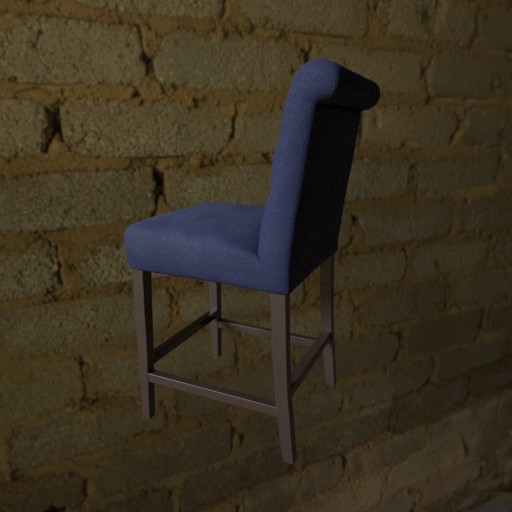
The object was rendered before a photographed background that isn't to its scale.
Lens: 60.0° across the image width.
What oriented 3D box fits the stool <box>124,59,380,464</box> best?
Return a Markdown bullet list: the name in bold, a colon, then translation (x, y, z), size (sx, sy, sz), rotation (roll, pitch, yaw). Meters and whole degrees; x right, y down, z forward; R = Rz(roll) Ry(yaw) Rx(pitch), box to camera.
- **stool**: translation (0.000, 0.000, 1.330), size (0.601, 1.010, 0.493), rotation (7, 17, 24)
